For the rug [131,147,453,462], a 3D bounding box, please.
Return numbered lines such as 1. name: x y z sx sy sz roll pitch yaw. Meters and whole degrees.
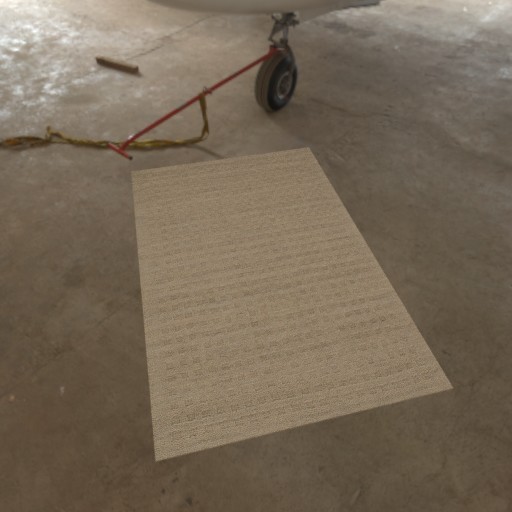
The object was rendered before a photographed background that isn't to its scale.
1. rug: 0.000 0.000 2.214 1.142 0.006 1.752 -10 47 -10
